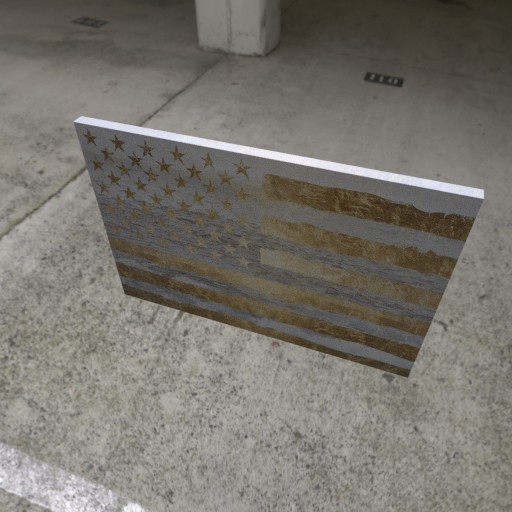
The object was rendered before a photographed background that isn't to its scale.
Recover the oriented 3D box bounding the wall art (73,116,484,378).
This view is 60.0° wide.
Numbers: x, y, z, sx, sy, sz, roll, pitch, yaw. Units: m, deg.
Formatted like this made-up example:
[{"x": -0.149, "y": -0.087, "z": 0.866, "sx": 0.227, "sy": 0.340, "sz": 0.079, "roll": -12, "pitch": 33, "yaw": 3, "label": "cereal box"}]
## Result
[{"x": 0.000, "y": 0.000, "z": 1.448, "sx": 1.145, "sy": 0.762, "sz": 0.041, "roll": 14, "pitch": 45, "yaw": 15, "label": "wall art"}]
